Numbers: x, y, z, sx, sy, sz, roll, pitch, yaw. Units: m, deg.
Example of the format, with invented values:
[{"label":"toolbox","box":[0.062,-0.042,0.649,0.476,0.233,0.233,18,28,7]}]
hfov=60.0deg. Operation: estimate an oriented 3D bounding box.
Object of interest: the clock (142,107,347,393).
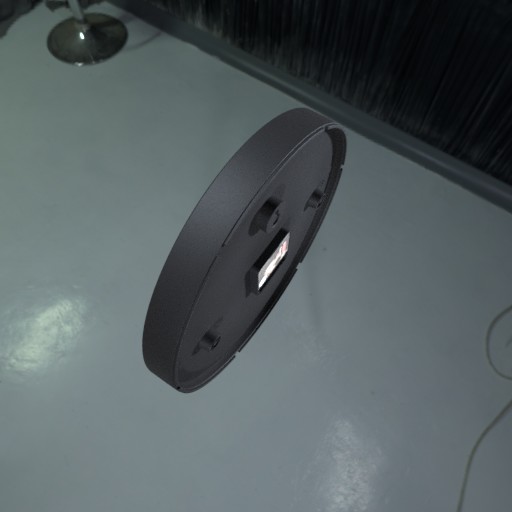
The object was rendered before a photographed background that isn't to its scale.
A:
[{"label":"clock","box":[0.000,0.000,0.443,0.040,0.293,0.293,31,66,15]}]
